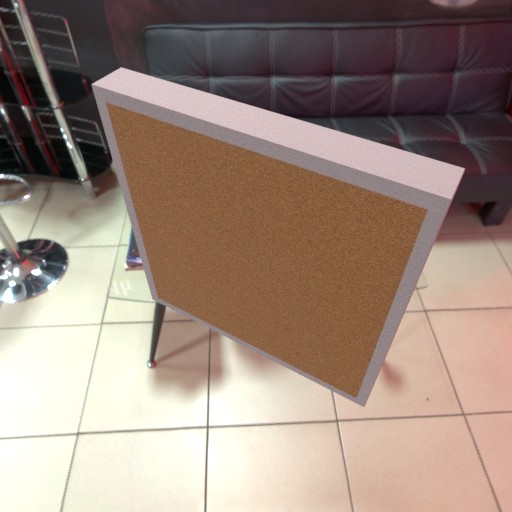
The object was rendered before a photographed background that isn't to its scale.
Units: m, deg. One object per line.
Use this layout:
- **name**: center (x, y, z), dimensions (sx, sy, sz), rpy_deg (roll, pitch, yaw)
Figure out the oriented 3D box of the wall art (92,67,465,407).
- **wall art**: center (0.000, 0.000, 0.452), dimensions (0.305, 0.305, 0.038), rpy_deg (23, 51, 20)
